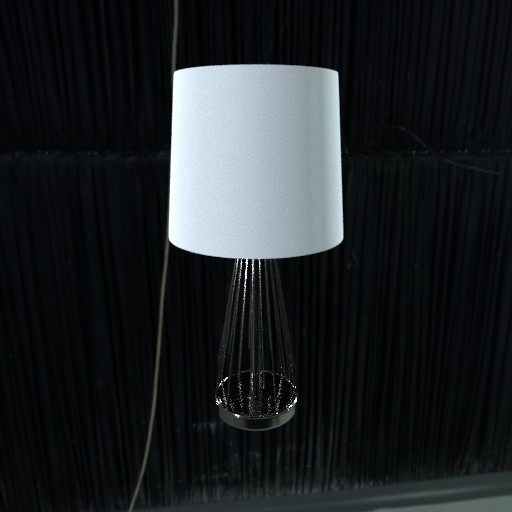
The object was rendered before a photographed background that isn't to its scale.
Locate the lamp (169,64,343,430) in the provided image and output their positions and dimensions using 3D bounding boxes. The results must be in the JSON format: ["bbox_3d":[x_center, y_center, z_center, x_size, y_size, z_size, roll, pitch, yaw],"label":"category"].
[{"bbox_3d":[0.000,0.000,0.796,0.303,0.618,0.303,0,17,0],"label":"lamp"}]
